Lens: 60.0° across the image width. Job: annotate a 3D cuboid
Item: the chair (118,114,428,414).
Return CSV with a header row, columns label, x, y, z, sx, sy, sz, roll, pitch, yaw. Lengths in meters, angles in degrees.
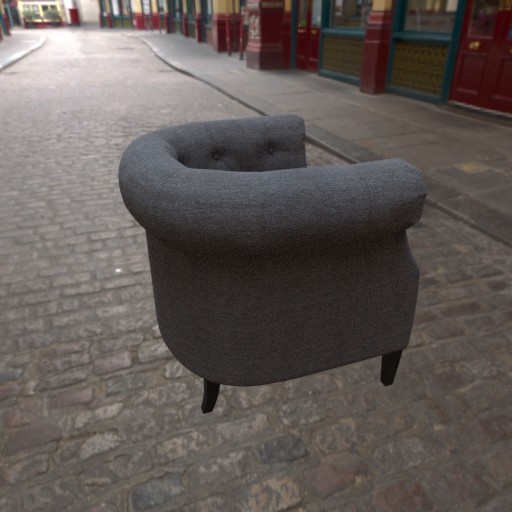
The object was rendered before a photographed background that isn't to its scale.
label,x,y,z,sx,sy,sz,roll,pitch,yaw
chair,0.000,0.000,1.572,0.852,0.827,0.905,-10,30,-18
